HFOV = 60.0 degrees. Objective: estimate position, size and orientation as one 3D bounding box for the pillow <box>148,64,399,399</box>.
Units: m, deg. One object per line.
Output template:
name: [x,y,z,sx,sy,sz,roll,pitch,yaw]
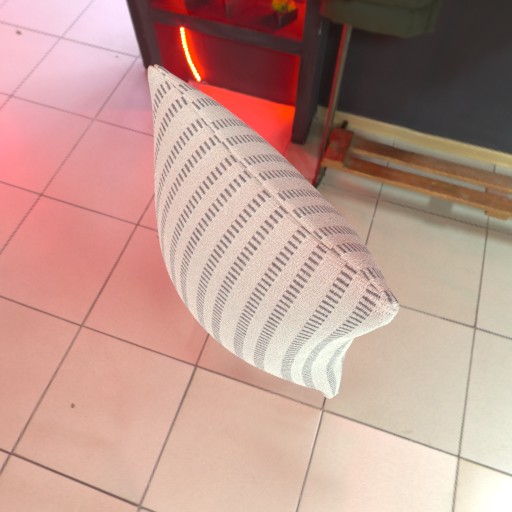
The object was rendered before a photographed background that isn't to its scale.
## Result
pillow: [0.000,0.000,0.672,0.247,0.419,0.438,-35,68,-17]
